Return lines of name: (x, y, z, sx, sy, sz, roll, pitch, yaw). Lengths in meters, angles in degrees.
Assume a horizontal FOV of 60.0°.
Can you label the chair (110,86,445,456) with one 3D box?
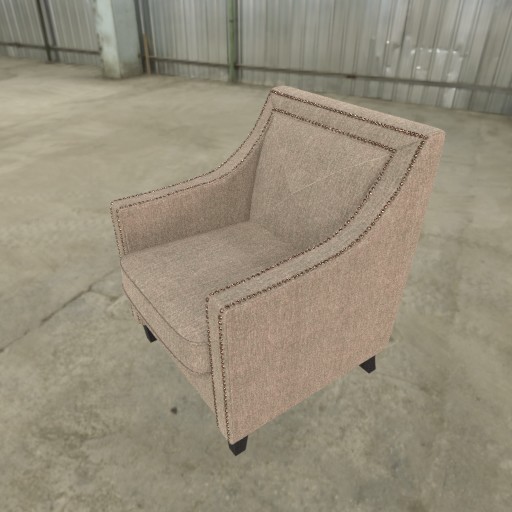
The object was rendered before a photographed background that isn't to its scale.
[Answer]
chair: (0.000, 0.000, 1.615, 0.884, 0.967, 0.776, -21, 38, -30)
